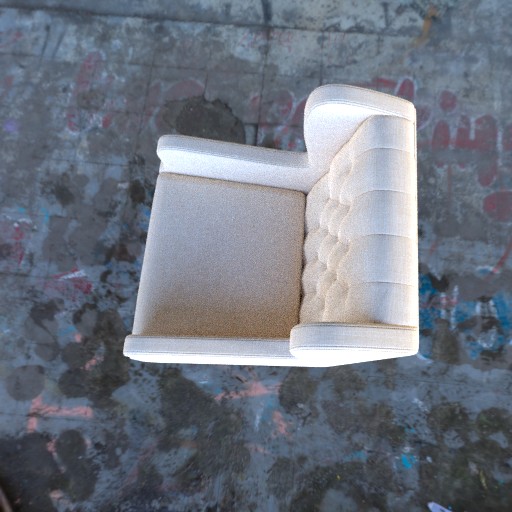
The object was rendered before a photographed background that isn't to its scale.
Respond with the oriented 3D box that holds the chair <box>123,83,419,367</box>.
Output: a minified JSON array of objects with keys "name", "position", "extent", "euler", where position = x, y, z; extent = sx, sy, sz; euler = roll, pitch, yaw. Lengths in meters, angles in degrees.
[{"name":"chair","position":[0.000,0.000,1.442],"extent":[0.760,0.930,0.710],"euler":[5,74,1]}]
